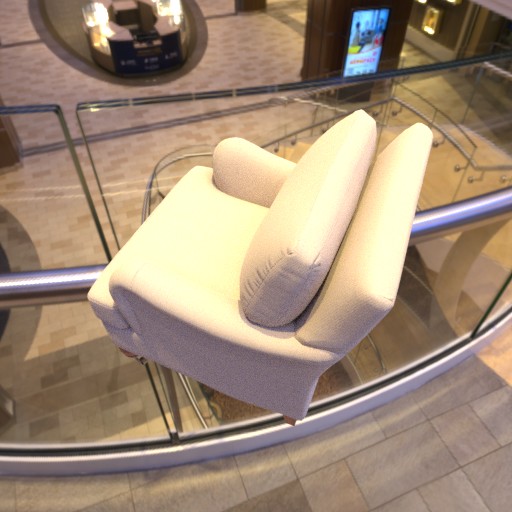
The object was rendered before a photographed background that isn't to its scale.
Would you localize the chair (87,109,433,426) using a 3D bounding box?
[{"bbox_3d":[0.000,0.000,1.819,1.070,1.038,0.955,16,49,15],"label":"chair"}]
